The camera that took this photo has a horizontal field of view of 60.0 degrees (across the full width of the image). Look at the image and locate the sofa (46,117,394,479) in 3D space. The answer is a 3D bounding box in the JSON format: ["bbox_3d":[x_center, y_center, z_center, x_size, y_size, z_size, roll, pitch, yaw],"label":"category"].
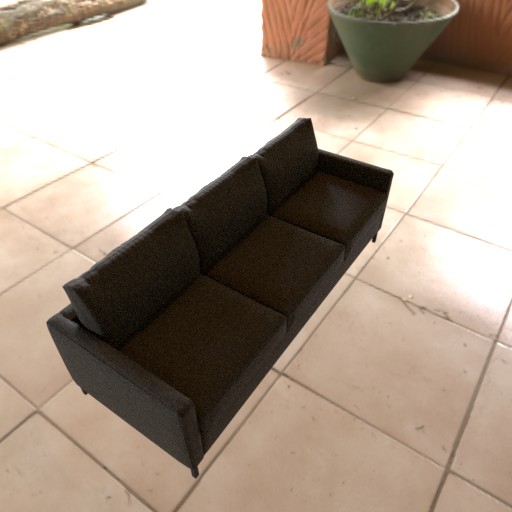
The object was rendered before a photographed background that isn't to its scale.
[{"bbox_3d":[0.000,0.000,2.681,0.876,0.879,2.253,24,47,25],"label":"sofa"}]
